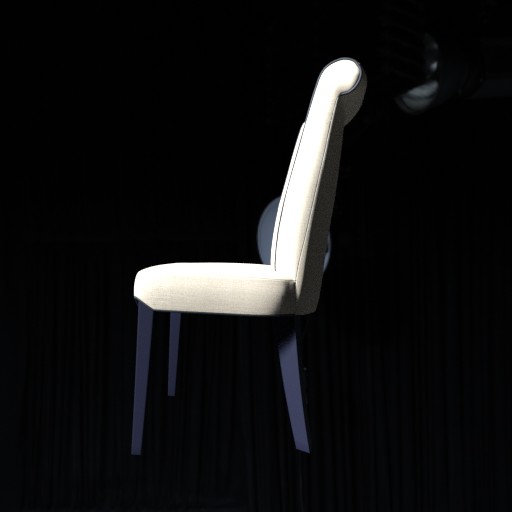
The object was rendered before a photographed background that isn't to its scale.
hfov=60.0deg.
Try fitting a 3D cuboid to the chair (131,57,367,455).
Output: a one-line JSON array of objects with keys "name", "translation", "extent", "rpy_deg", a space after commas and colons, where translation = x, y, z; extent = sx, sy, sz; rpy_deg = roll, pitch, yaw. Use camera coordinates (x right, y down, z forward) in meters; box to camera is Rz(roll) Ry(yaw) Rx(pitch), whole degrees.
[{"name": "chair", "translation": [0.000, 0.000, 1.349], "extent": [0.623, 0.997, 0.522], "rpy_deg": [0, 0, 0]}]
